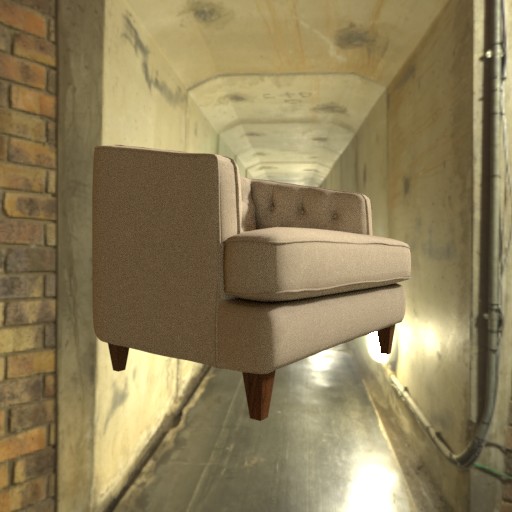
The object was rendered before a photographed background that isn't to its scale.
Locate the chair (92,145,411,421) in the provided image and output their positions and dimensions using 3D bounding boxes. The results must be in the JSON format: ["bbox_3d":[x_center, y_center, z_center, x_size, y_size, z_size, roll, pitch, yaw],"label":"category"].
[{"bbox_3d":[0.000,0.000,1.758,0.941,0.852,1.104,0,0,36],"label":"chair"}]
